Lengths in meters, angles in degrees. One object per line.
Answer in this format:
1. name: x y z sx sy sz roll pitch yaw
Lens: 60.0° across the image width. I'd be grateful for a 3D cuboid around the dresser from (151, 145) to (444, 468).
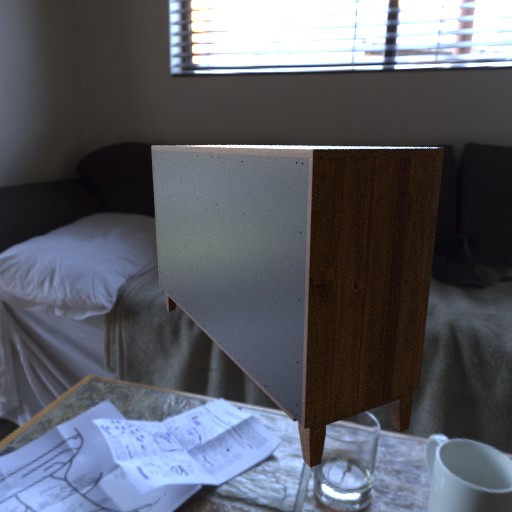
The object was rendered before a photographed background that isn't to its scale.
1. dresser: 0.000 0.000 1.815 0.446 0.873 1.400 -7 16 -27
